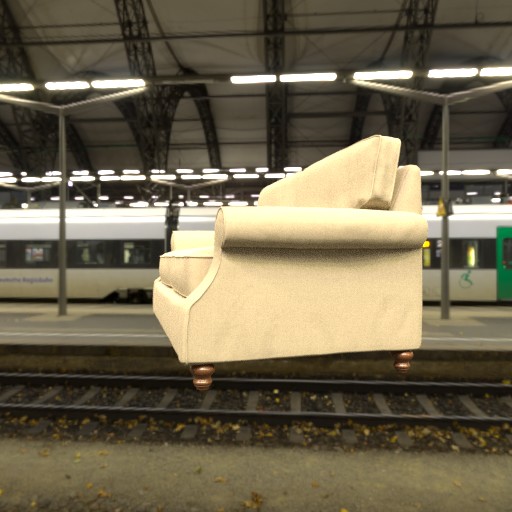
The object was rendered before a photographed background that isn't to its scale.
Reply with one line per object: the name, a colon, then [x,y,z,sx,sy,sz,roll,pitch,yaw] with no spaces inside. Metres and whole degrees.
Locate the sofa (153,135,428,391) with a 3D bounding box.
sofa: [0.000,0.000,2.312,0.964,0.937,1.665,0,0,-17]
